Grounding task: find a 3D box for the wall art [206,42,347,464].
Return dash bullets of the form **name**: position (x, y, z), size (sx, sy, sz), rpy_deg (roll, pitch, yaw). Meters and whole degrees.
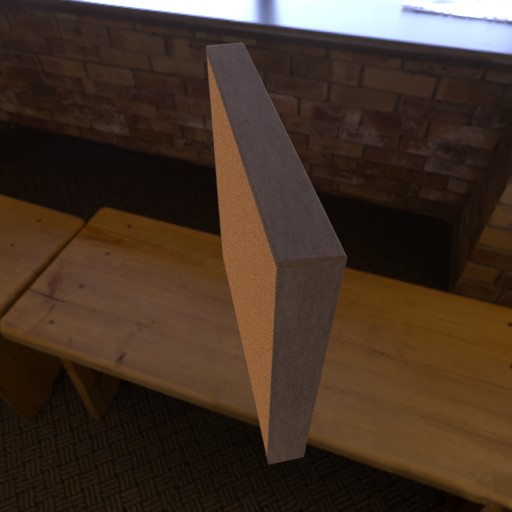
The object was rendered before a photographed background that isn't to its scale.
- **wall art**: position (0.000, 0.000, 0.449), size (0.038, 0.302, 0.303), rpy_deg (-9, 47, -8)
